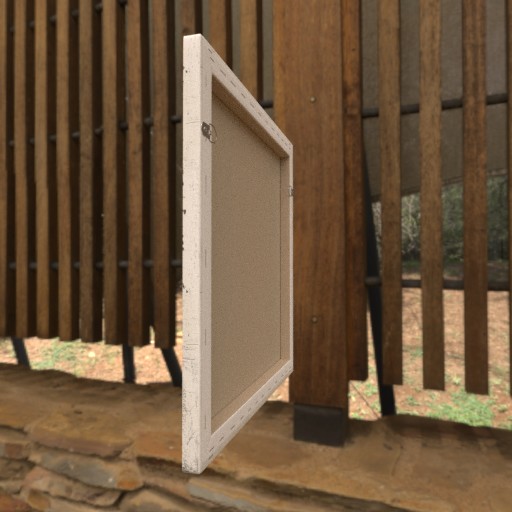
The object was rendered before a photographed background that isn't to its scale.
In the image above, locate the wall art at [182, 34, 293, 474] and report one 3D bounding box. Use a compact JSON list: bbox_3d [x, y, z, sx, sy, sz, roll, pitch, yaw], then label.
[{"bbox_3d":[0.000,0.000,1.128,0.038,0.762,0.762,0,-1,17],"label":"wall art"}]
